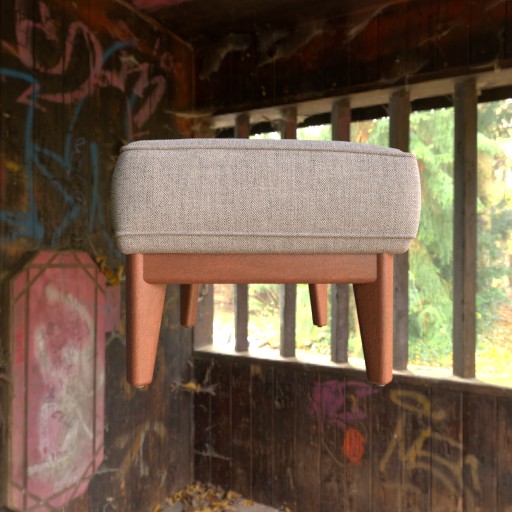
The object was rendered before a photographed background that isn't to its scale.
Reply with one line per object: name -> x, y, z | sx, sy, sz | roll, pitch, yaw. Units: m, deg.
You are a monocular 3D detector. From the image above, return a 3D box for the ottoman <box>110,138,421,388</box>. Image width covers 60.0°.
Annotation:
ottoman -> 0.000, 0.000, 1.102 | 0.555, 0.458, 0.750 | 0, 0, -1
